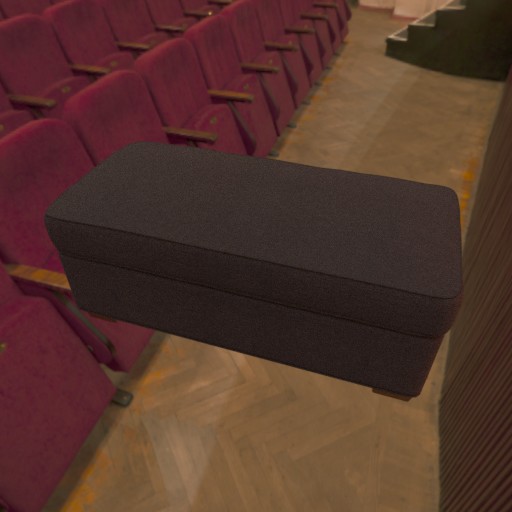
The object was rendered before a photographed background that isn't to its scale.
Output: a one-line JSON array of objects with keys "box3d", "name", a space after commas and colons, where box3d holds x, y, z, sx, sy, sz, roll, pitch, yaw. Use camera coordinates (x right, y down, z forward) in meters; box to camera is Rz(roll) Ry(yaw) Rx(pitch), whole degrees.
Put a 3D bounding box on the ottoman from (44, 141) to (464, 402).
[{"box3d": [0.000, 0.000, 1.383, 1.110, 0.460, 0.515, 12, 41, 14], "name": "ottoman"}]
